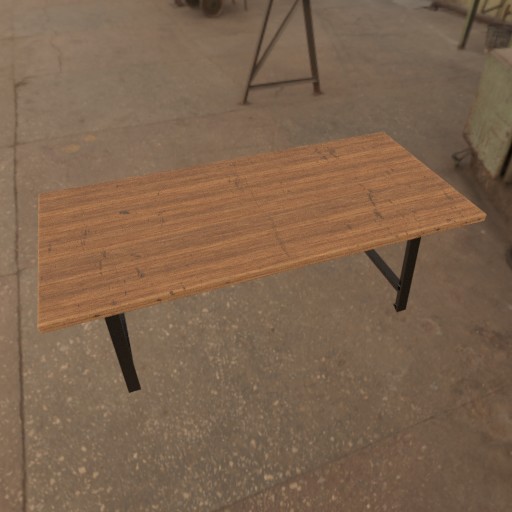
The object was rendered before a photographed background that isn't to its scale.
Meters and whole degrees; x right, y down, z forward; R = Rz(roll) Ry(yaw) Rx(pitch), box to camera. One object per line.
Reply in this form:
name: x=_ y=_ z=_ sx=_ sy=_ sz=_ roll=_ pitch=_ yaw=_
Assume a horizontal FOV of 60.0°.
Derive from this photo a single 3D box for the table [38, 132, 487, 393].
table: x=0.000 y=0.000 z=2.632 sx=2.200 sy=0.757 sz=1.000 roll=-14 pitch=44 yaw=-15
